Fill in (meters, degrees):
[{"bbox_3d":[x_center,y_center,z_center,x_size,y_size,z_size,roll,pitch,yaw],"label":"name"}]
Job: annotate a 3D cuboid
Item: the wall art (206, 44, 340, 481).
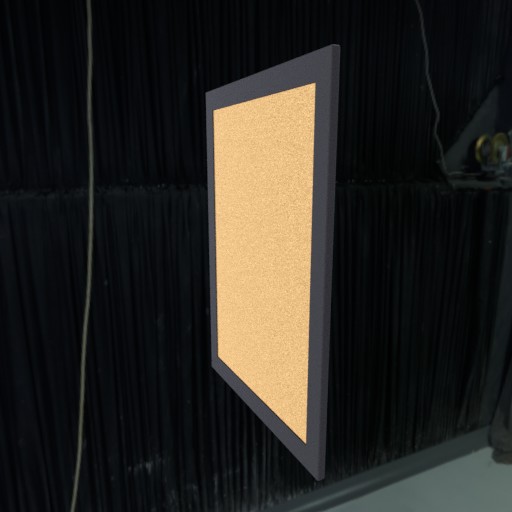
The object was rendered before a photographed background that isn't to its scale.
[{"bbox_3d":[0.000,0.000,0.688,0.012,0.529,0.374,-6,13,-27],"label":"wall art"}]
